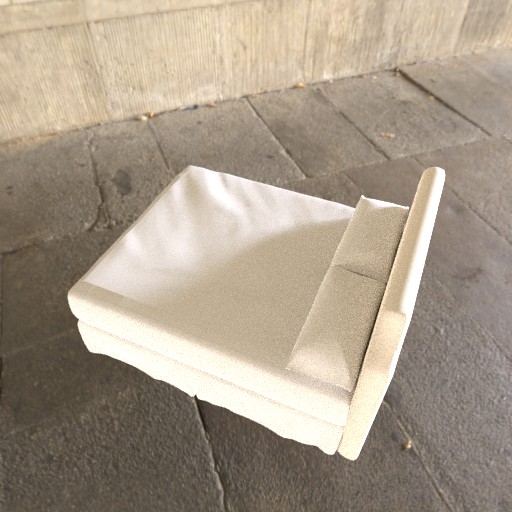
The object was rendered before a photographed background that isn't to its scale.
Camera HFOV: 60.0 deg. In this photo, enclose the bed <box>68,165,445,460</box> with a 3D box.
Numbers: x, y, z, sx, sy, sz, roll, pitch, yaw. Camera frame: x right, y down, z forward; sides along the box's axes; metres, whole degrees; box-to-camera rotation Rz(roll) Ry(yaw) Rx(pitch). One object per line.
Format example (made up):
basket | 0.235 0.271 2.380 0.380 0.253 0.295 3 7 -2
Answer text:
bed | 0.000 0.000 3.824 2.548 1.524 2.134 17 48 16
